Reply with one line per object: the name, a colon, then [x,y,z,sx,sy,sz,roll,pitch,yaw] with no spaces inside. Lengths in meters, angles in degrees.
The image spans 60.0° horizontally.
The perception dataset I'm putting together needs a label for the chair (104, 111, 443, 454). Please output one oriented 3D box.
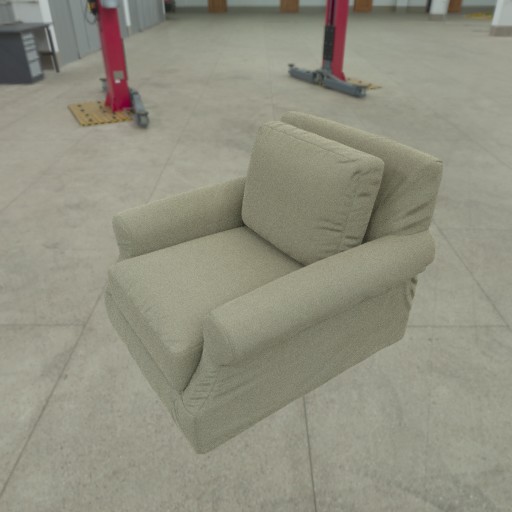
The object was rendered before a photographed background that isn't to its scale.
chair: [0.000,0.000,1.752,1.066,0.866,0.940,-20,37,-29]
